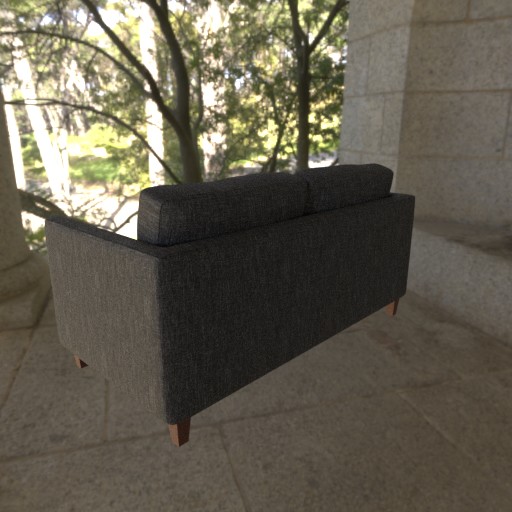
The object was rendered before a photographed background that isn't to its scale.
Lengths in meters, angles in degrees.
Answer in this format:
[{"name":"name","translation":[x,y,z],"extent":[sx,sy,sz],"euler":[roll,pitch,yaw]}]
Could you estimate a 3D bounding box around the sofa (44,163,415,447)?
[{"name":"sofa","translation":[0.000,0.000,2.425],"extent":[0.950,0.963,1.884],"euler":[15,22,42]}]
